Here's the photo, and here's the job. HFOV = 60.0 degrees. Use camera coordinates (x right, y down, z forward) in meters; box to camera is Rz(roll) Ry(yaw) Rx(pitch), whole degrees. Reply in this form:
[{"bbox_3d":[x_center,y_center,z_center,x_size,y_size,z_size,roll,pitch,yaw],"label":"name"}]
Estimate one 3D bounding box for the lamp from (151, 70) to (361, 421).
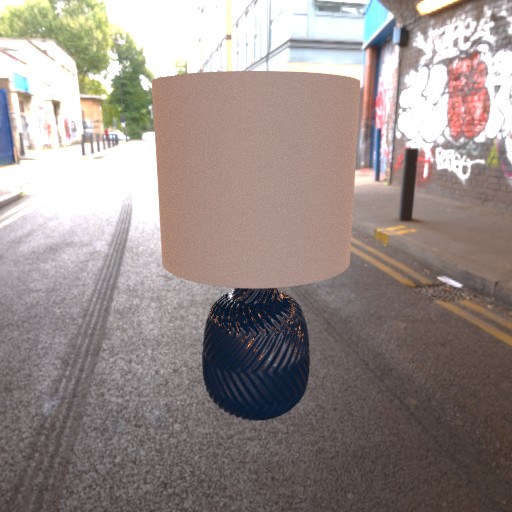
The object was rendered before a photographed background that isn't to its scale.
[{"bbox_3d":[0.000,0.000,0.489,0.203,0.368,0.203,8,18,26],"label":"lamp"}]
